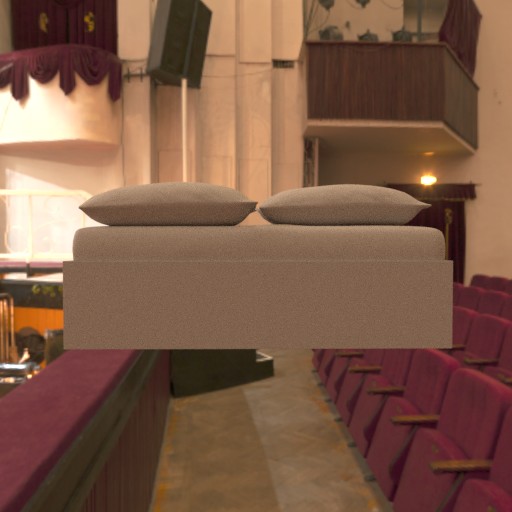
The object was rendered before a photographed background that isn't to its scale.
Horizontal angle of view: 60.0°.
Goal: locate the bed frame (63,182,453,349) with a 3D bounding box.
[{"bbox_3d":[0.000,0.000,2.583,1.450,0.629,1.950,0,1,-1],"label":"bed frame"}]
